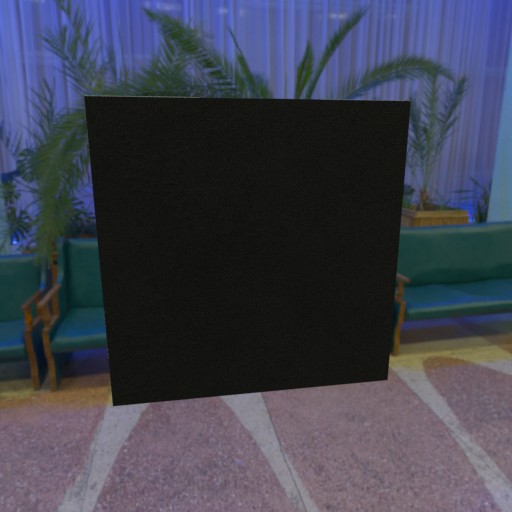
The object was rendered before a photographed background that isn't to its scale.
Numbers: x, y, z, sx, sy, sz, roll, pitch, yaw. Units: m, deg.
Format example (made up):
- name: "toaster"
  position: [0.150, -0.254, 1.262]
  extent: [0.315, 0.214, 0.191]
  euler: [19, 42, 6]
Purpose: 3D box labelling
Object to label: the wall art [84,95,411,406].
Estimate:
- name: "wall art"
  position: [0.000, 0.000, 1.142]
  extent: [0.765, 0.765, 0.046]
  euler: [-3, 15, -9]
